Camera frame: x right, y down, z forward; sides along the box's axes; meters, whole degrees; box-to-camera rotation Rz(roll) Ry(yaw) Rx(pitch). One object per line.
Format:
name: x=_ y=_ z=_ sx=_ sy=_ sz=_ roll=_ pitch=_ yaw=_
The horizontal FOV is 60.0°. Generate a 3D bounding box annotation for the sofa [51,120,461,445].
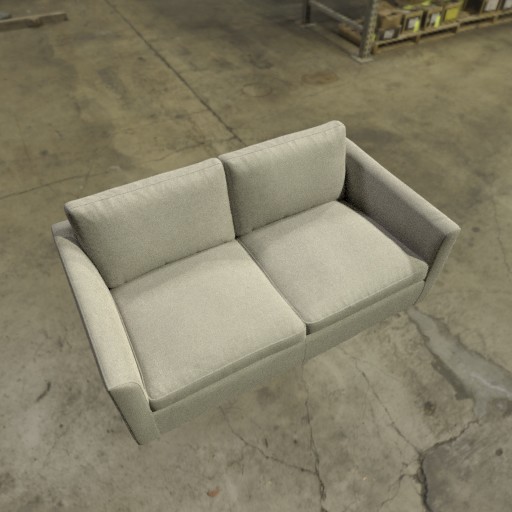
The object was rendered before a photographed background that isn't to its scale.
sofa: x=0.000 y=0.000 z=2.493 sx=1.905 sy=0.839 sz=1.091 roll=-22 pitch=50 yaw=-20
